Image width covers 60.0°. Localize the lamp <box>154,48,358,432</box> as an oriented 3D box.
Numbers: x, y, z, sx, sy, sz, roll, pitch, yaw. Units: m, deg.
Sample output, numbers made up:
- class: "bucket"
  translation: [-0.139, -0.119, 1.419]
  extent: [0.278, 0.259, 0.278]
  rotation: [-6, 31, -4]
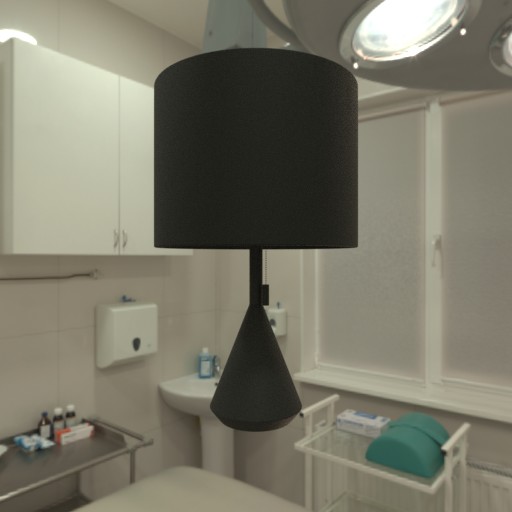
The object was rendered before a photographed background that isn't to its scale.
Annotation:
- class: "lamp"
  translation: [0.000, 0.000, 0.799]
  extent: [0.359, 0.584, 0.359]
  rotation: [0, 0, 38]
